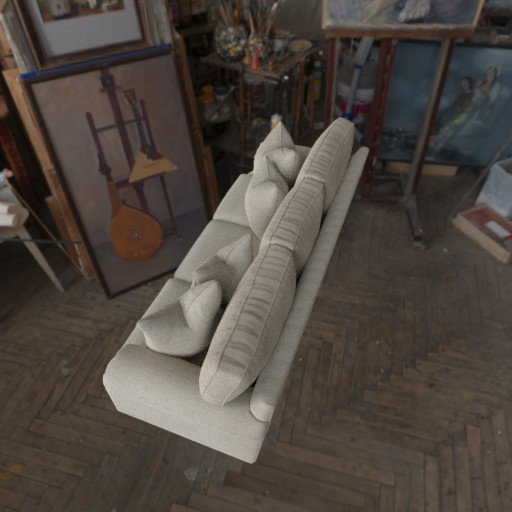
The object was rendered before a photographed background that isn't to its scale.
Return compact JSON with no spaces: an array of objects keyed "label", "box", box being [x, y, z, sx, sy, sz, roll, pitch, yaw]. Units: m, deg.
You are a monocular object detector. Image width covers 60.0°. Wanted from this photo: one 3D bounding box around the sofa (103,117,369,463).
[{"label":"sofa","box":[0.000,0.000,2.859,0.965,0.975,2.312,15,48,14]}]
